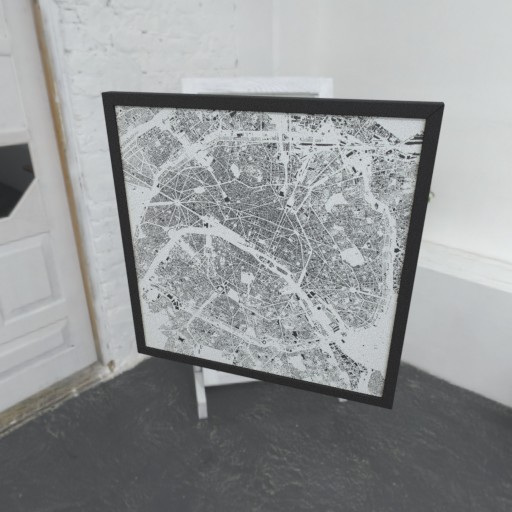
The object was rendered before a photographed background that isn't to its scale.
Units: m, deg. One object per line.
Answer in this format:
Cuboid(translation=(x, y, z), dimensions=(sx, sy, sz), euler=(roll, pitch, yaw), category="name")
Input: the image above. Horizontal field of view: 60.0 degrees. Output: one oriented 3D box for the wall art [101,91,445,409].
Cuboid(translation=(0.000, 0.000, 1.122), dimensions=(0.763, 0.763, 0.037), euler=(8, 26, 16), category="wall art")
